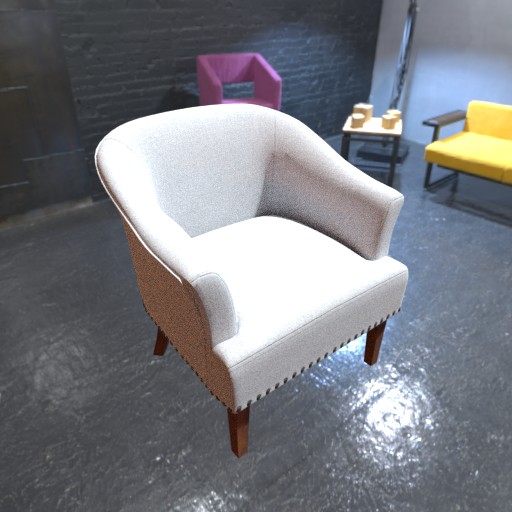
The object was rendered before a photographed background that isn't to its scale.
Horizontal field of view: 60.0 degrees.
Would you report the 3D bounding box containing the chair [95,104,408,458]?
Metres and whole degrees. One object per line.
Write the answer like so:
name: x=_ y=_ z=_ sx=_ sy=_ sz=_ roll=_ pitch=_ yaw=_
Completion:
chair: x=0.000 y=0.000 z=1.428 sx=0.798 sy=0.815 sz=0.704 roll=-22 pitch=37 yaw=-32
